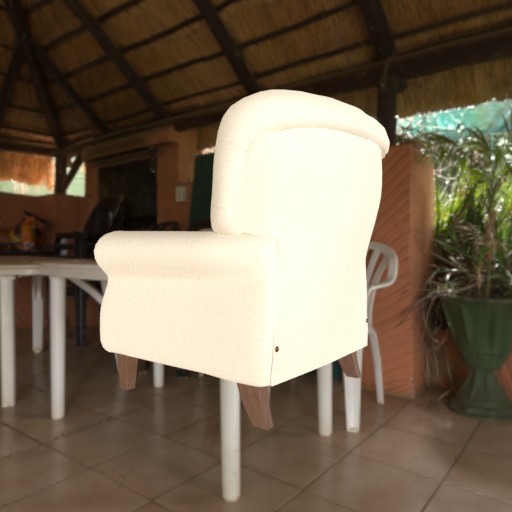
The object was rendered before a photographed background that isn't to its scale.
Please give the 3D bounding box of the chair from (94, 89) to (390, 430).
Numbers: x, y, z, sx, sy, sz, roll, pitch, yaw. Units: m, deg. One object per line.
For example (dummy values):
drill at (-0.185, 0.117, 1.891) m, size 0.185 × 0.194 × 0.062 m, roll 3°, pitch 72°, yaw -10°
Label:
chair at (0.000, 0.000, 2.019) m, size 1.132 × 1.169 × 1.035 m, roll 0°, pitch 1°, yaw 36°
